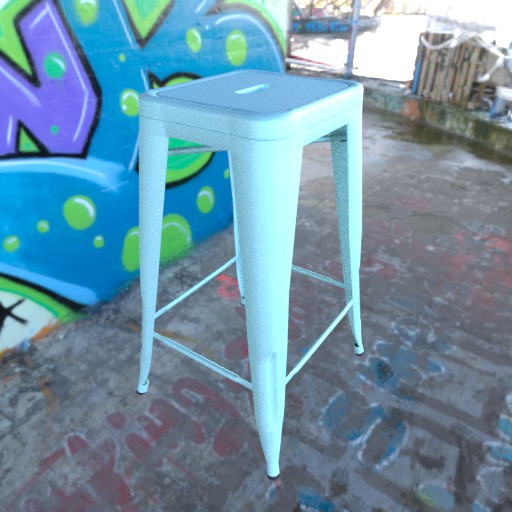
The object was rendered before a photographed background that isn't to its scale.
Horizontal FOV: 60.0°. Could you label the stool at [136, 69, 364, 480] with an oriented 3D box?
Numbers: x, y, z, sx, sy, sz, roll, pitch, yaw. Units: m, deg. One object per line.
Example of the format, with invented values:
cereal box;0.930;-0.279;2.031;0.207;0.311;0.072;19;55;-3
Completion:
stool;0.000;0.000;0.841;0.359;0.609;0.399;20;36;29
